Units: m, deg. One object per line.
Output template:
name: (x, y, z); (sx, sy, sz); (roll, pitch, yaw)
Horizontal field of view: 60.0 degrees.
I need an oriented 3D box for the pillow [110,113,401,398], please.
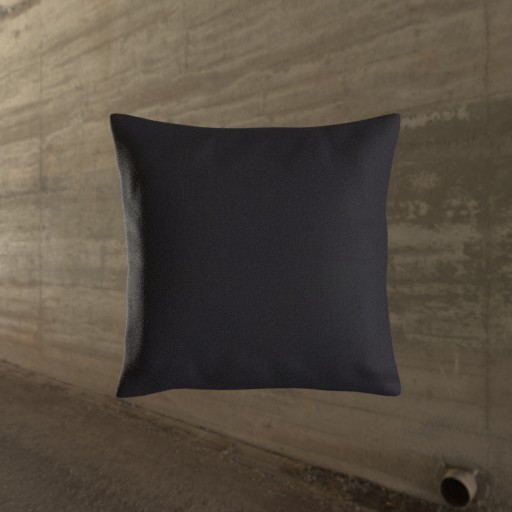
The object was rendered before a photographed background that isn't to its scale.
pillow: (0.000, 0.000, 0.794); (0.520, 0.508, 0.166); (0, 0, 0)
